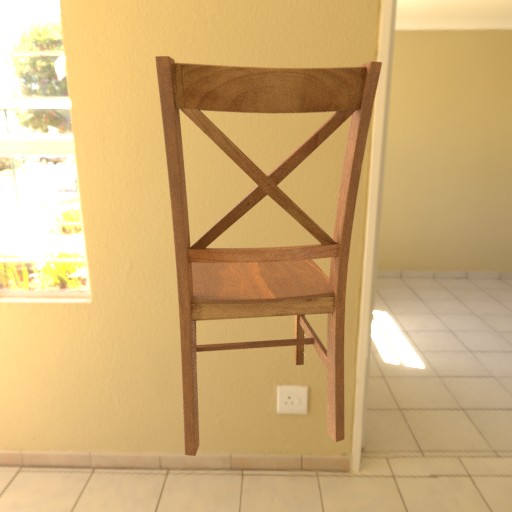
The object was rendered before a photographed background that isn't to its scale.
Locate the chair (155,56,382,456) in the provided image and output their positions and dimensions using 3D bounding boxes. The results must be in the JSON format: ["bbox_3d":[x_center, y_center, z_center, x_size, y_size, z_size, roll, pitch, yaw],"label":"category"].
[{"bbox_3d":[0.000,0.000,1.293,0.485,0.983,0.542,-2,15,-8],"label":"chair"}]
